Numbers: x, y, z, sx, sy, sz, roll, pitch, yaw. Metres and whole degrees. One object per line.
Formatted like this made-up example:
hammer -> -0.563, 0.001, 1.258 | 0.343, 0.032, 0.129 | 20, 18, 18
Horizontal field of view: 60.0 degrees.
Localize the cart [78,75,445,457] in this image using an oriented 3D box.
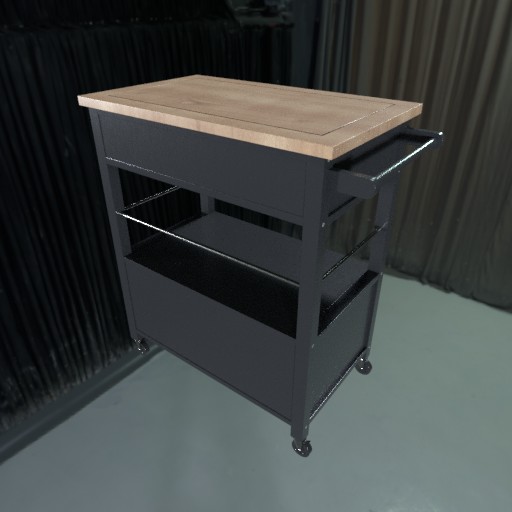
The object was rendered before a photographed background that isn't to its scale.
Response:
cart -> 0.000, 0.000, 1.341 | 0.840, 0.901, 0.459 | 21, 36, 31
